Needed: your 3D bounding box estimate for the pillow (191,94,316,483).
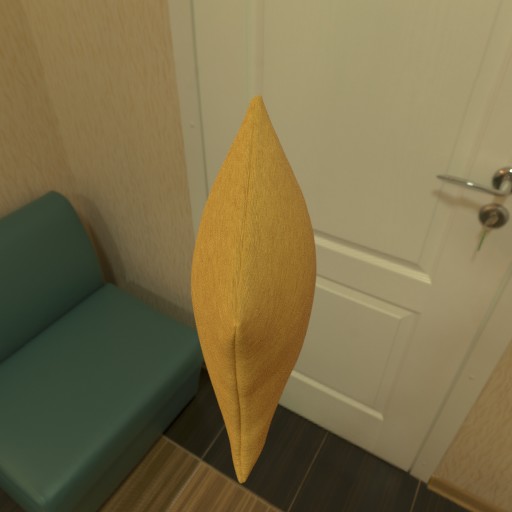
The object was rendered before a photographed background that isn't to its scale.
[{"bbox_3d":[0.000,0.000,0.785,0.210,0.354,0.634,1,40,2],"label":"pillow"}]
